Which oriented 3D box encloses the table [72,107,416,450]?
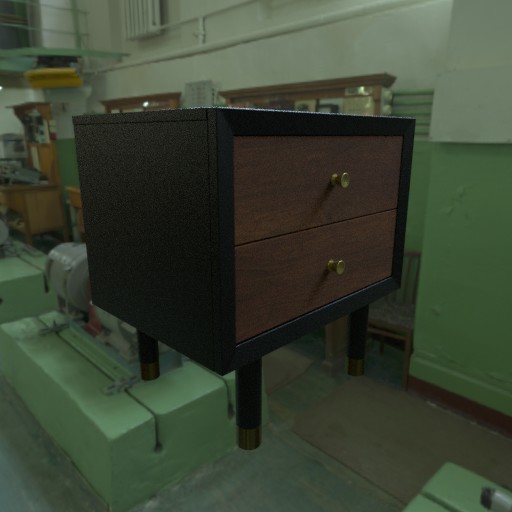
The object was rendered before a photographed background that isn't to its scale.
[{"bbox_3d":[0.000,0.000,0.975,0.441,0.584,0.564,15,21,43],"label":"table"}]
